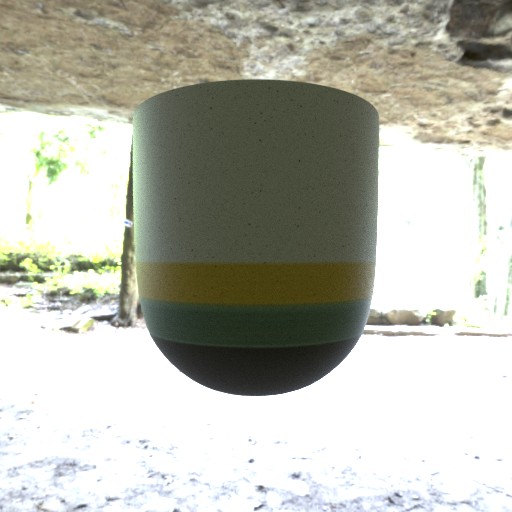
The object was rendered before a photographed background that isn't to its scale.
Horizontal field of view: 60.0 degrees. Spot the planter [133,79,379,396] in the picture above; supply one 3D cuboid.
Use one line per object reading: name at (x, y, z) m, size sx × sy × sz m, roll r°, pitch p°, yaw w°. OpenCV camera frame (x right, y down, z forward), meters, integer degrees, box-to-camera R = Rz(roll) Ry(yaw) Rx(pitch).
planter at (0.000, 0.000, 0.364) m, size 0.195 × 0.214 × 0.195 m, roll 0°, pitch 0°, yaw 0°
